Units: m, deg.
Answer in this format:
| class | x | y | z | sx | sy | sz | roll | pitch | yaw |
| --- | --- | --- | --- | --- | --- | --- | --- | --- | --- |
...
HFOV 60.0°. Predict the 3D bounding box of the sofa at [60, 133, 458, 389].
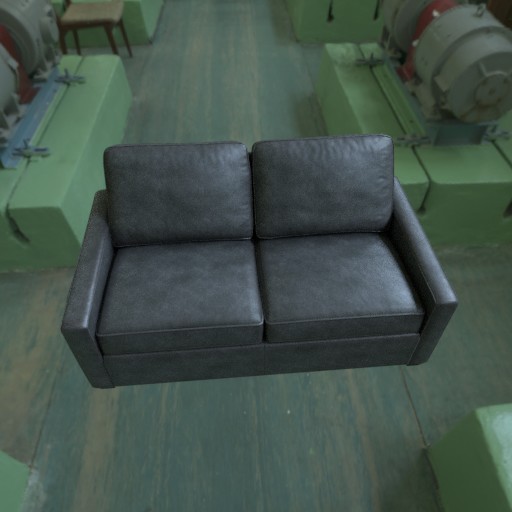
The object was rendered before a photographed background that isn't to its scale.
| class | x | y | z | sx | sy | sz | roll | pitch | yaw |
| --- | --- | --- | --- | --- | --- | --- | --- | --- | --- |
| sofa | 0.000 | 0.000 | 2.276 | 1.732 | 0.916 | 0.939 | -3 | 47 | -3 |
